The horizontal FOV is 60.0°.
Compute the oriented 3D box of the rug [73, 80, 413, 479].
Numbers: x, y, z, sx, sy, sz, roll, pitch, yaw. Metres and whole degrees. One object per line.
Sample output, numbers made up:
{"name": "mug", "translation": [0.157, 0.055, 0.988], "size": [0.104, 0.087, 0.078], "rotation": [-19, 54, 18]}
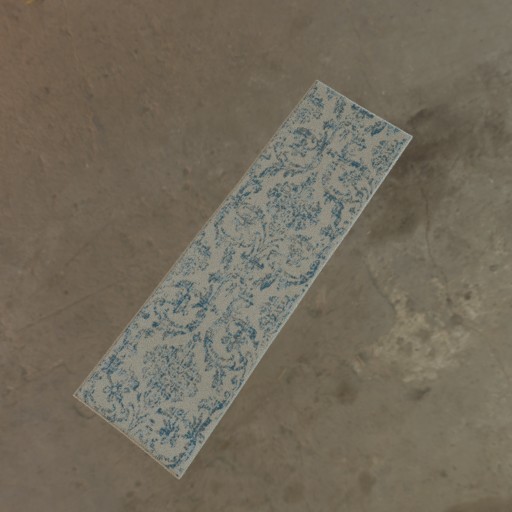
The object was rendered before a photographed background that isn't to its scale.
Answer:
{"name": "rug", "translation": [0.000, 0.000, 2.362], "size": [0.662, 0.011, 2.196], "rotation": [34, 78, 8]}
